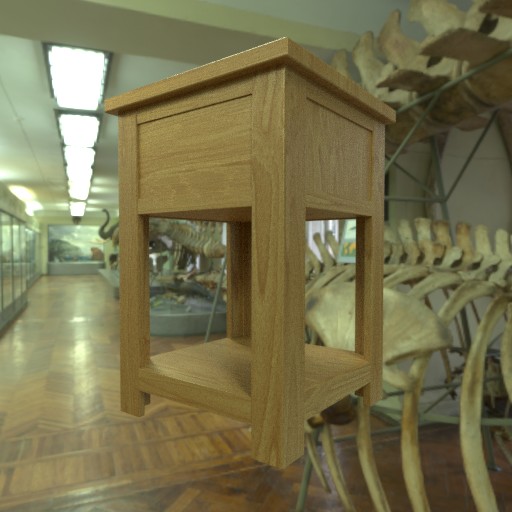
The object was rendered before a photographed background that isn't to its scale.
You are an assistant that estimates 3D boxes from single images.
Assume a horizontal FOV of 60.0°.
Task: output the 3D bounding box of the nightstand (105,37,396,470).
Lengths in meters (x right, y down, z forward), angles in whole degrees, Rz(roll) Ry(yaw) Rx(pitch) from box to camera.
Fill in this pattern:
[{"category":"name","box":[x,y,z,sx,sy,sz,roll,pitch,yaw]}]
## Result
[{"category":"nightstand","box":[0.000,0.000,0.908,0.428,0.614,0.418,1,1,37]}]
